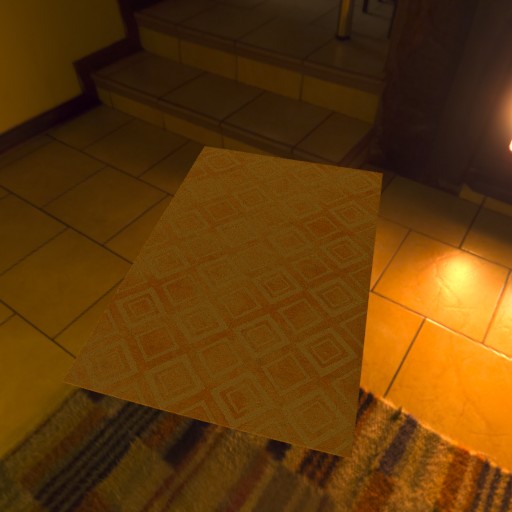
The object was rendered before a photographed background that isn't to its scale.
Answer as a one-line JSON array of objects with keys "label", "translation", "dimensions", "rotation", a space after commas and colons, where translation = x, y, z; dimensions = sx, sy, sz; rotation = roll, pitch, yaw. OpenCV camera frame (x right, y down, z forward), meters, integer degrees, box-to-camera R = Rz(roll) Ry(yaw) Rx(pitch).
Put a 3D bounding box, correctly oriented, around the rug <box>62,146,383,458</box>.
[{"label": "rug", "translation": [0.000, 0.000, 2.355], "dimensions": [1.213, 0.010, 1.829], "rotation": [11, 48, 10]}]
